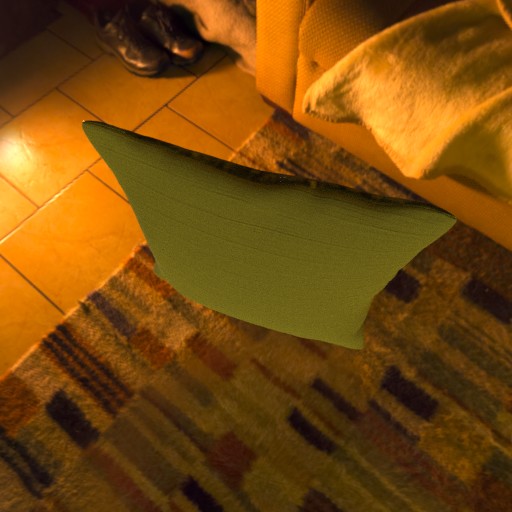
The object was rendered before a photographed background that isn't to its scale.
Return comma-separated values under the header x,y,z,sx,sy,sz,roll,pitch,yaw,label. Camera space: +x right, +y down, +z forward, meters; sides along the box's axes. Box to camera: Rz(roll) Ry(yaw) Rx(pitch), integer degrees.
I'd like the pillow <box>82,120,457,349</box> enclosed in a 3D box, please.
x,y,z,sx,sy,sz,roll,pitch,yaw,label
0.000,0.000,0.726,0.470,0.464,0.175,17,65,8,pillow
